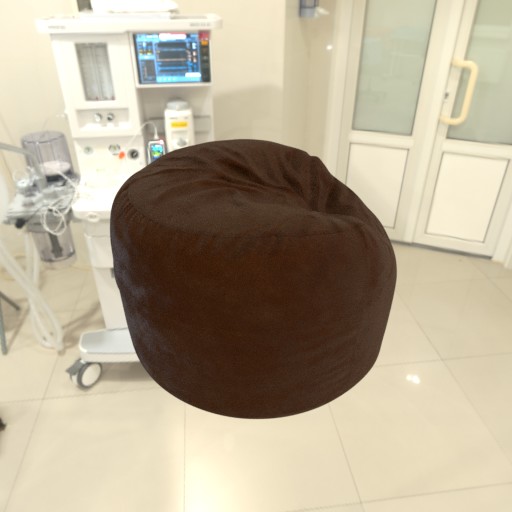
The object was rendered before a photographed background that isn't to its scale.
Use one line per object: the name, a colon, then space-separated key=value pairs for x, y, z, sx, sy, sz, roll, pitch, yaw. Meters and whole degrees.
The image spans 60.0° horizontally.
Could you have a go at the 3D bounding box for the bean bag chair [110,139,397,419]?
bean bag chair: x=0.000 y=0.000 z=1.492 sx=0.918 sy=0.616 sz=0.918 roll=0 pitch=32 yaw=0
